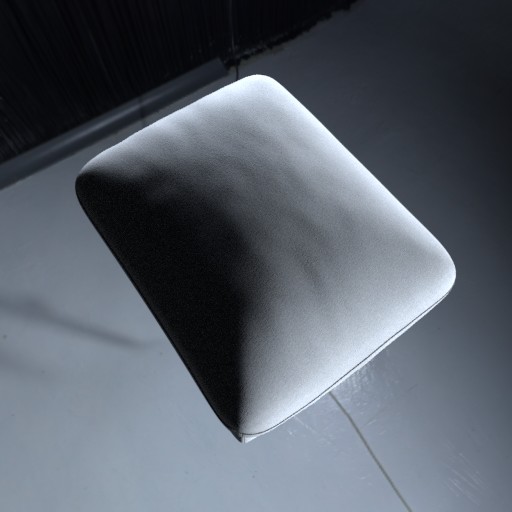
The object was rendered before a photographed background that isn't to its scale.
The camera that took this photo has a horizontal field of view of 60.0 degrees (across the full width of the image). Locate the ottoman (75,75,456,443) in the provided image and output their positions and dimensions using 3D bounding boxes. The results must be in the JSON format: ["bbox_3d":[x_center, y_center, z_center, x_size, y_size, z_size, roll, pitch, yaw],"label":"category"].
[{"bbox_3d":[0.000,0.000,1.133,0.593,0.478,0.747,-33,69,-15],"label":"ottoman"}]
